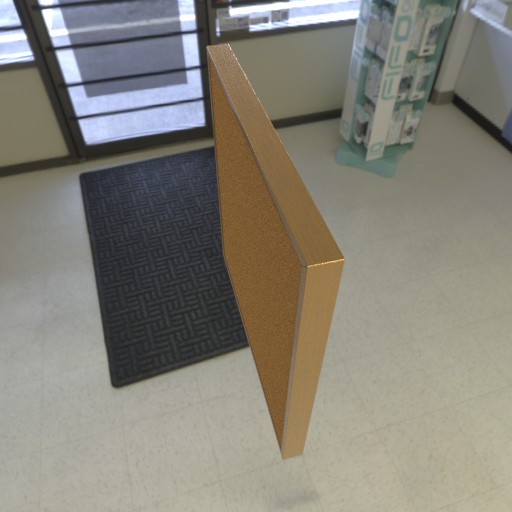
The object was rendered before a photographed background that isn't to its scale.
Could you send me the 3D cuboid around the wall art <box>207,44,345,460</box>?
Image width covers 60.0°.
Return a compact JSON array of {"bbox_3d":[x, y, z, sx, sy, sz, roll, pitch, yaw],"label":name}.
[{"bbox_3d":[0.000,0.000,0.754,0.037,0.505,0.505,-11,48,-10],"label":"wall art"}]
